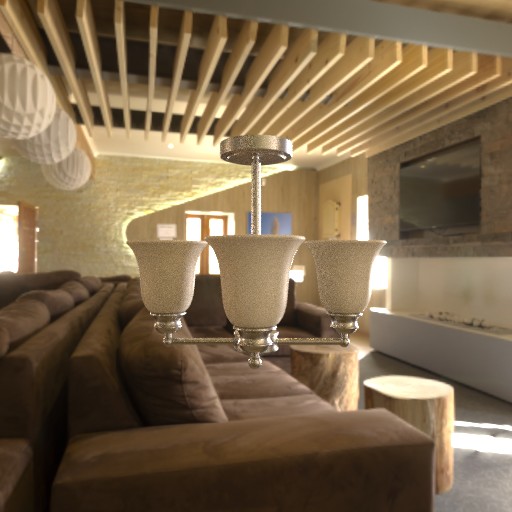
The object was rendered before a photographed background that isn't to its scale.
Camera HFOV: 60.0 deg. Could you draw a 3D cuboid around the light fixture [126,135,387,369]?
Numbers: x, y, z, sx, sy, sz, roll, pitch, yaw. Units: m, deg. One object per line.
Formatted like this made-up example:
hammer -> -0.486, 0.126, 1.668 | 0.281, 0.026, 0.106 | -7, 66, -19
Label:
light fixture -> 0.000, 0.000, 0.736 | 0.427, 0.370, 0.427 | 0, 0, 1
